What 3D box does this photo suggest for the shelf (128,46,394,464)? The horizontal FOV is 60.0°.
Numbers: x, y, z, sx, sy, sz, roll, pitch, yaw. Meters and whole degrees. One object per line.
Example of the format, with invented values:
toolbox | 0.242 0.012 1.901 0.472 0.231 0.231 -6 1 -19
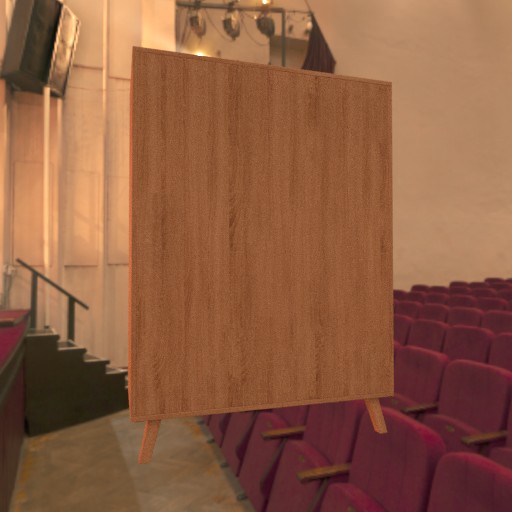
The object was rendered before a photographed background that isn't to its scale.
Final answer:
shelf | 0.000 0.000 1.827 1.000 1.390 0.450 0 -1 -17
